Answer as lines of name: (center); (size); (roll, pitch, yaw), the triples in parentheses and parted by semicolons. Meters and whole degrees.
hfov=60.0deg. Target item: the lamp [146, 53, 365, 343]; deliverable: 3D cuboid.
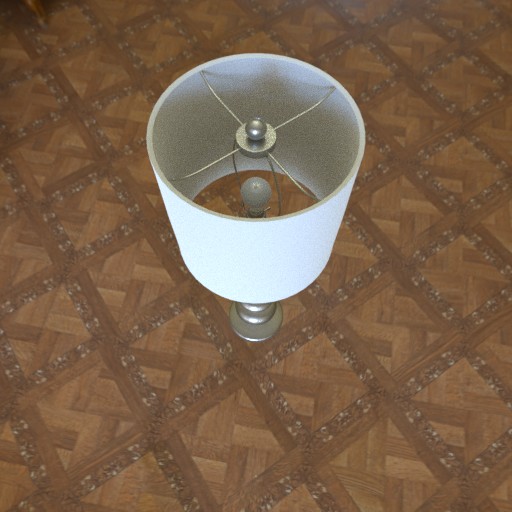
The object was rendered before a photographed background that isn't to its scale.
lamp: (0.000, 0.000, 0.812); (0.254, 0.690, 0.254); (-33, 68, -15)
